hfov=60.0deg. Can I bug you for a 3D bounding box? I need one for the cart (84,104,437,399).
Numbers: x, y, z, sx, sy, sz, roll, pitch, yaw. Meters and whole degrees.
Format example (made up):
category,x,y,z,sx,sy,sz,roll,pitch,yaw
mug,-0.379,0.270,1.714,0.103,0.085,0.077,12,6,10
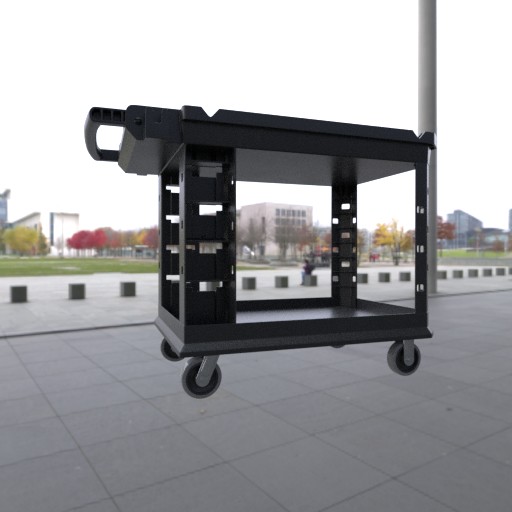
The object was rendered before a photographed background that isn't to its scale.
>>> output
category,x,y,z,sx,sy,sz,roll,pitch,yaw
cart,0.000,0.000,1.716,1.239,0.884,0.674,0,0,-19
